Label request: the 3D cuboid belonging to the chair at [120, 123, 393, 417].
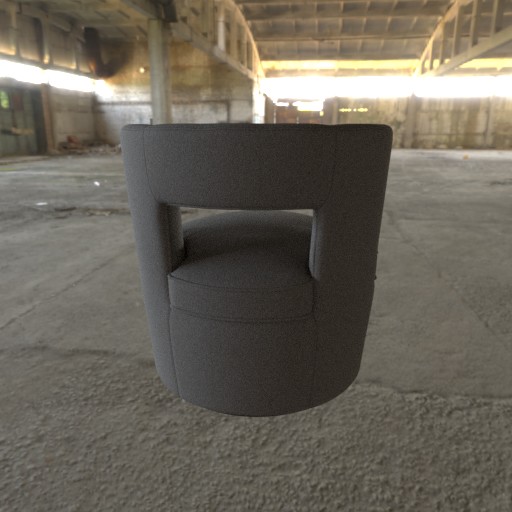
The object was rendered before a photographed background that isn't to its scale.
[{"bbox_3d":[0.000,0.000,1.265,0.689,0.719,0.660,2,16,8],"label":"chair"}]
